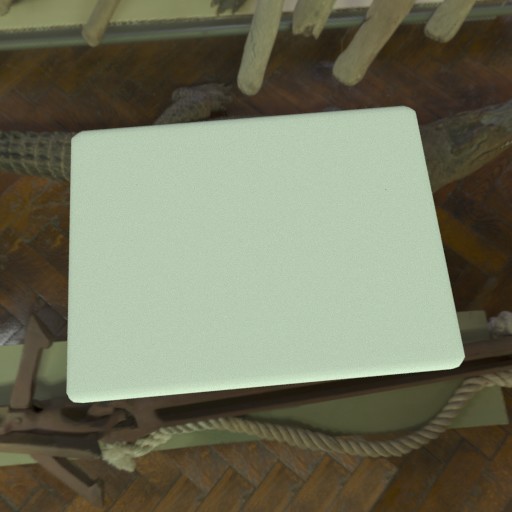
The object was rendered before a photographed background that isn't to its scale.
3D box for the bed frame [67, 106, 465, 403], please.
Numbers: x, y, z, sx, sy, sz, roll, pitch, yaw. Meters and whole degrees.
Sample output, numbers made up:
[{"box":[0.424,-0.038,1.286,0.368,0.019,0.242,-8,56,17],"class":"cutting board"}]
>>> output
[{"box":[0.000,0.000,2.726,2.037,0.677,1.528,-5,75,-1],"class":"bed frame"}]
